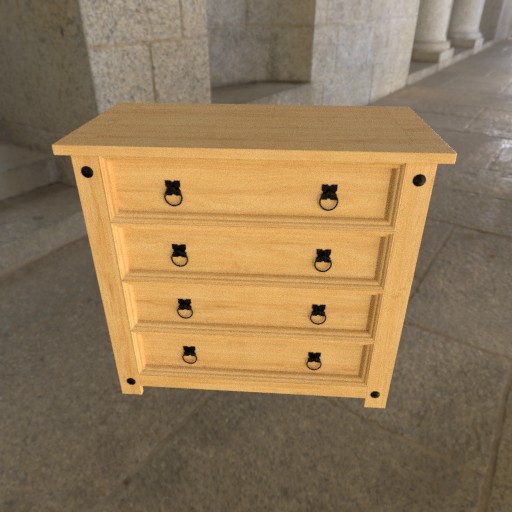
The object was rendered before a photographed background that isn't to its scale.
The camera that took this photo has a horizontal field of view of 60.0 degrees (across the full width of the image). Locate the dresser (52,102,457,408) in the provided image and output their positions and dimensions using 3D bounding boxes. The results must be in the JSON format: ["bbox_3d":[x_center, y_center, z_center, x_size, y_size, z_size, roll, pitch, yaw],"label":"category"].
[{"bbox_3d":[0.000,0.000,1.232,0.800,0.730,0.410,2,31,3],"label":"dresser"}]
